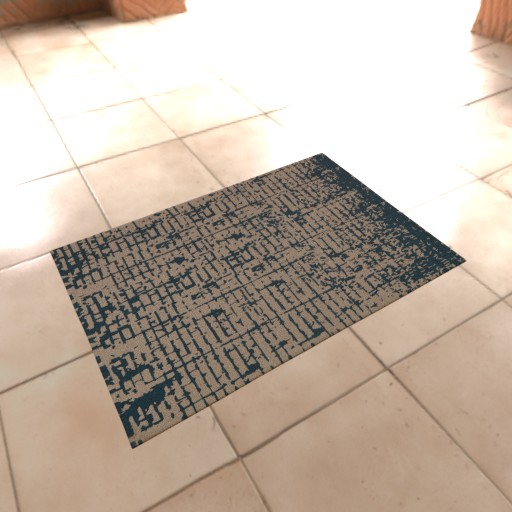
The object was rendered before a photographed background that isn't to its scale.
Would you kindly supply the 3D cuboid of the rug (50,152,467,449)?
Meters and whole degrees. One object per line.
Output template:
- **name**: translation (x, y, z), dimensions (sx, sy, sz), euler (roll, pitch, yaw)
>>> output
- **rug**: translation (0.000, 0.000, 2.332), dimensions (1.828, 0.007, 1.220), euler (-24, 50, -22)
